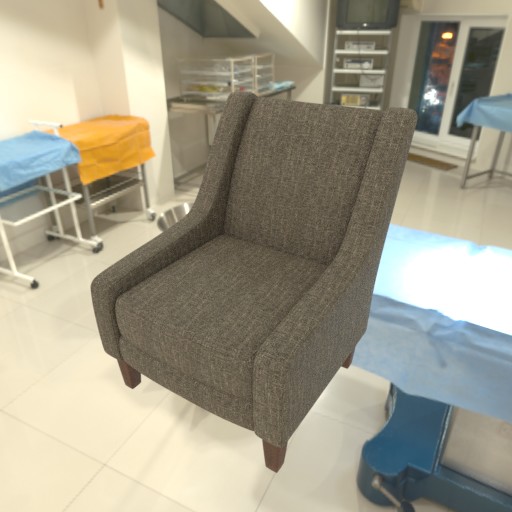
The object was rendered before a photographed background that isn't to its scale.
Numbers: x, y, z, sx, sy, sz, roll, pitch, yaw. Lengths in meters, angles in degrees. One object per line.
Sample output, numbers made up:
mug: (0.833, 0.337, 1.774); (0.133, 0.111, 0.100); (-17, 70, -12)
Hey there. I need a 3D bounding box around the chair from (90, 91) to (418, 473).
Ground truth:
chair: (0.000, 0.000, 1.661); (0.793, 1.012, 0.944); (18, 33, 29)
